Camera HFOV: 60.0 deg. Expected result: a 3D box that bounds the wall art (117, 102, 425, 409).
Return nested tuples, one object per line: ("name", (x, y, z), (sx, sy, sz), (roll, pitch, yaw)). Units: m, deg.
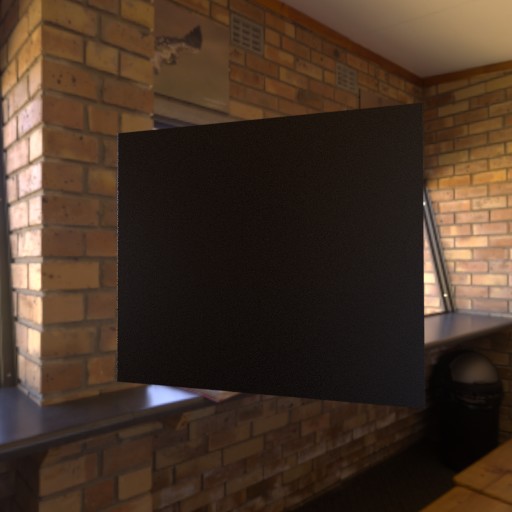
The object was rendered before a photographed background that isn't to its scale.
("wall art", (0.000, 0.000, 0.540), (0.383, 0.332, 0.012), (0, -1, 17))
